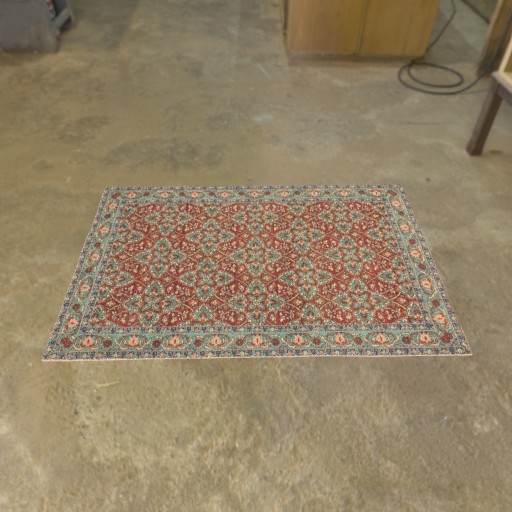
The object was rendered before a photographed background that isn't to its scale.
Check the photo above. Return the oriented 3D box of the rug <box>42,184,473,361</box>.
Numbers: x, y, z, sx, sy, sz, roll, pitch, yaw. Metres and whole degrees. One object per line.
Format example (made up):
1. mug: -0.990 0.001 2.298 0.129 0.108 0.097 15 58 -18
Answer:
1. rug: 0.000 0.000 2.303 1.829 0.009 1.219 -1 45 -1
